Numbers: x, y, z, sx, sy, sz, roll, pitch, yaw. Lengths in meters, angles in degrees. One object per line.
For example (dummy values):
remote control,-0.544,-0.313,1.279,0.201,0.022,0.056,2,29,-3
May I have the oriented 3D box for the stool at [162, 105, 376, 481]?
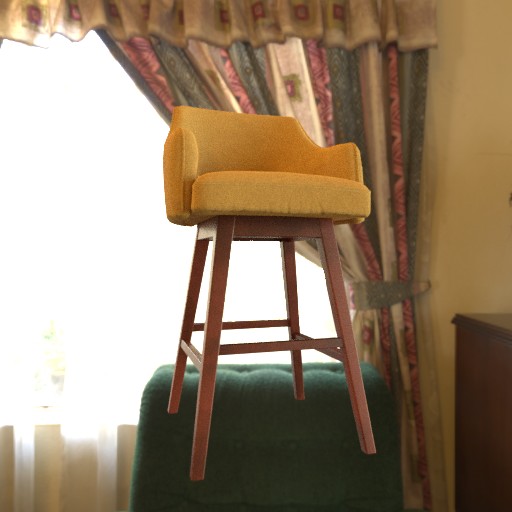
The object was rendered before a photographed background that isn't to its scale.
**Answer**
stool,0.000,0.000,1.323,0.548,1.012,0.558,0,0,-18
